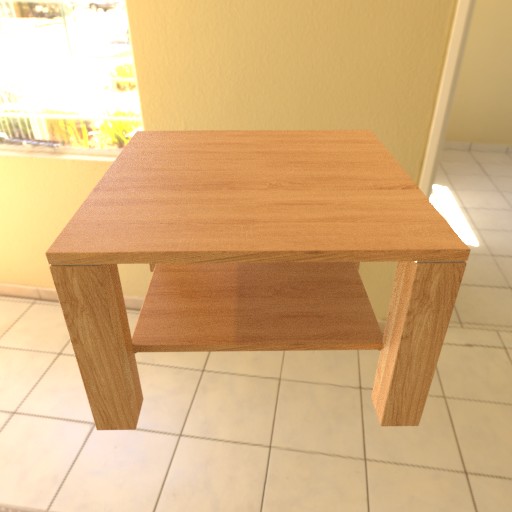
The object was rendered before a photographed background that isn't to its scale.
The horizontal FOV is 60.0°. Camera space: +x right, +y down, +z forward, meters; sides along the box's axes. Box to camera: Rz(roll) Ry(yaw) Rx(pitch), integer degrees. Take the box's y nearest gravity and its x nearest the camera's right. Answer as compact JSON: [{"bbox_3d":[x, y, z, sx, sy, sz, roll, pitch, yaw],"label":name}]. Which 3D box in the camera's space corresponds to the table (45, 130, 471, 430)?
[{"bbox_3d":[0.000,0.000,1.142,0.700,0.450,0.700,0,32,-1],"label":"table"}]
